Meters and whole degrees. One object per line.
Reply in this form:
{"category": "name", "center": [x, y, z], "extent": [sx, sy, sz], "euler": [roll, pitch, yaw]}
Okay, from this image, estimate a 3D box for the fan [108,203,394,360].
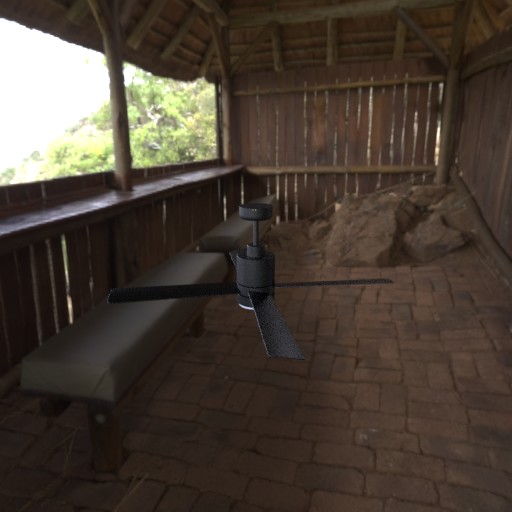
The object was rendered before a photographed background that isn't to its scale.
{"category": "fan", "center": [0.000, 0.000, 2.337], "extent": [1.525, 0.534, 1.525], "euler": [-2, 17, -8]}
